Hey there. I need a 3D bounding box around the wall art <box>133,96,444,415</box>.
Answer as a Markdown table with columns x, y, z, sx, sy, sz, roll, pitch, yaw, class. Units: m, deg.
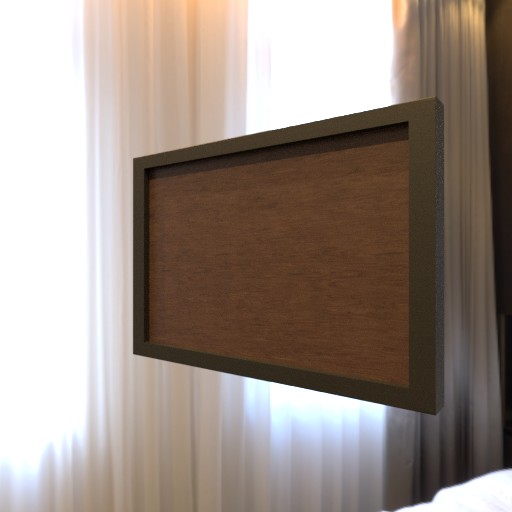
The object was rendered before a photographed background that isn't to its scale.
| x | y | z | sx | sy | sz | roll | pitch | yaw | class |
| --- | --- | --- | --- | --- | --- | --- | --- | --- | --- |
| 0.000 | 0.000 | 0.849 | 0.671 | 0.456 | 0.051 | 0 | 0 | 36 | wall art |
